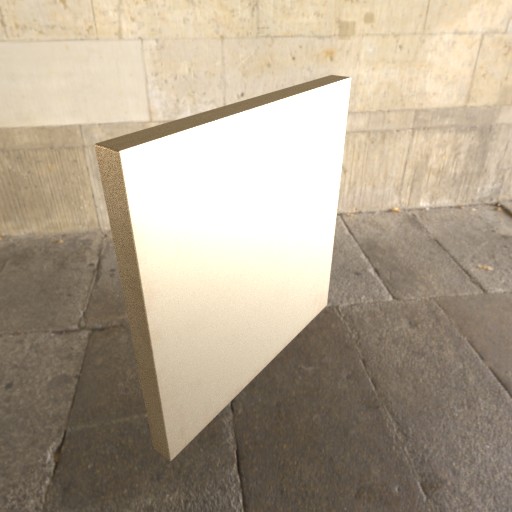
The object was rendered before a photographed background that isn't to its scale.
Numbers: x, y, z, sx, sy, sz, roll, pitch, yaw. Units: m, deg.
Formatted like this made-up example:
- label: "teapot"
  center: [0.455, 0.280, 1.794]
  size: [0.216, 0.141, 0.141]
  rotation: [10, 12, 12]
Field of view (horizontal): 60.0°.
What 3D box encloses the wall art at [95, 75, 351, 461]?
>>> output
- label: "wall art"
  center: [0.000, 0.000, 0.752]
  size: [0.040, 0.506, 0.503]
  rotation: [22, 38, 31]
